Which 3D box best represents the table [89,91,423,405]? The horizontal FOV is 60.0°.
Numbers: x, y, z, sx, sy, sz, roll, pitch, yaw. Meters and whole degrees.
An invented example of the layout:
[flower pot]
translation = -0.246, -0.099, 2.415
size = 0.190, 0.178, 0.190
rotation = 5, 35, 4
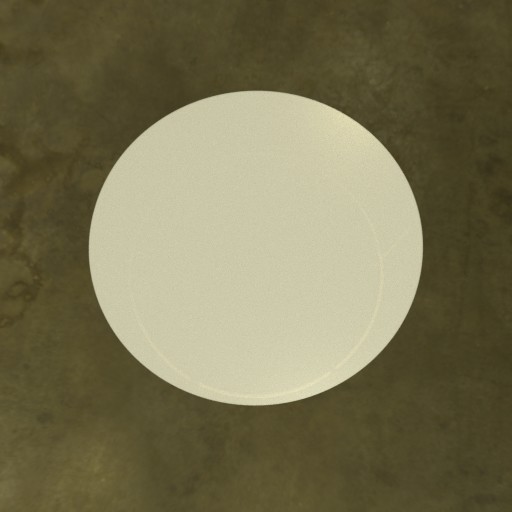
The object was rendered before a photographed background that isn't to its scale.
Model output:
[table]
translation = 0.000, 0.000, 1.442
size = 0.914, 0.470, 0.914
rotation = 0, 73, 0
